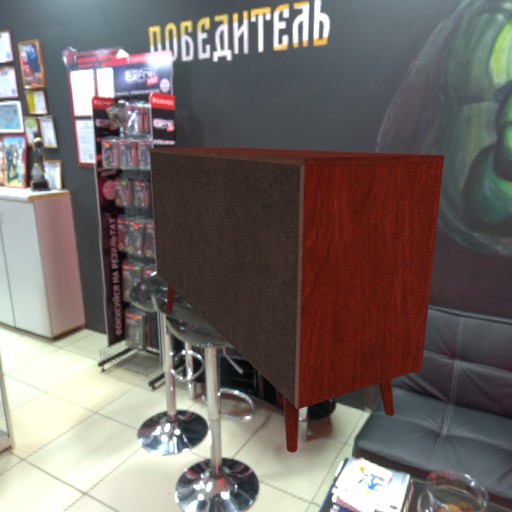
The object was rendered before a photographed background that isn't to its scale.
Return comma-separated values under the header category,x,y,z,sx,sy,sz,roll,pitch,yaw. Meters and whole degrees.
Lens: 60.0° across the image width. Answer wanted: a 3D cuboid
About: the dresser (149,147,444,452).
category,x,y,z,sx,sy,sz,roll,pitch,yaw
dresser,0.000,0.000,1.919,0.500,0.889,1.472,-8,16,-26
